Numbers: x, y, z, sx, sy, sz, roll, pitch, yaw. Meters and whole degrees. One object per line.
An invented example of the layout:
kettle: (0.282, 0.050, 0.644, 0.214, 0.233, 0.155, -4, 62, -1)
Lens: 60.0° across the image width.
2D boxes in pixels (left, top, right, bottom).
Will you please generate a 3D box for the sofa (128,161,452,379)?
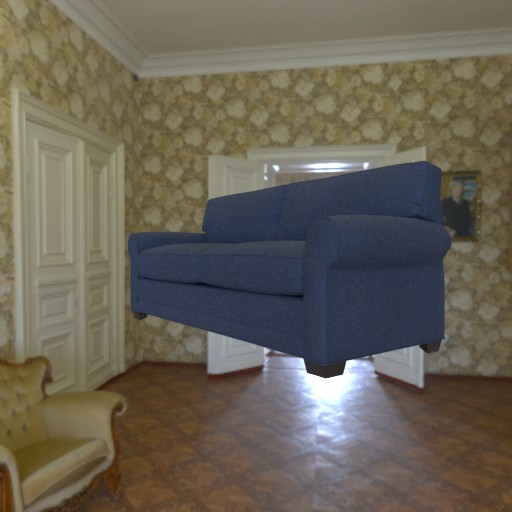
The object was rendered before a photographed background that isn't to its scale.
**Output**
sofa: (0.000, 0.000, 2.997, 0.954, 1.026, 2.391, 0, 1, -37)
